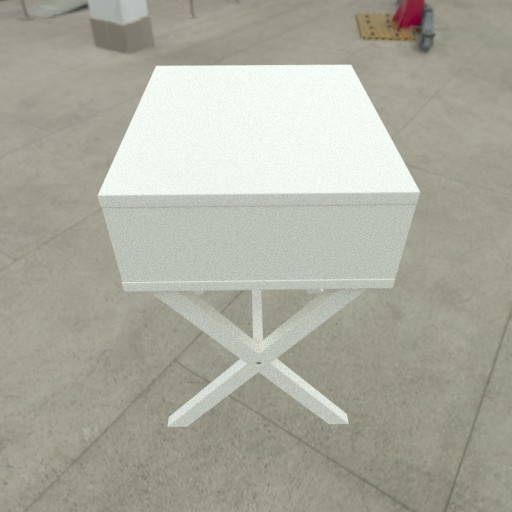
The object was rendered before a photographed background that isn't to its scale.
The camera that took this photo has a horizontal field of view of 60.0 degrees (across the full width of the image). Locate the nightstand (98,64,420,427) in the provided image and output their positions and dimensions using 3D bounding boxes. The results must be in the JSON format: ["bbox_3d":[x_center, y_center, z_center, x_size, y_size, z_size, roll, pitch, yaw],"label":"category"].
[{"bbox_3d":[0.000,0.000,0.935,0.402,0.623,0.479,-1,41,-1],"label":"nightstand"}]
